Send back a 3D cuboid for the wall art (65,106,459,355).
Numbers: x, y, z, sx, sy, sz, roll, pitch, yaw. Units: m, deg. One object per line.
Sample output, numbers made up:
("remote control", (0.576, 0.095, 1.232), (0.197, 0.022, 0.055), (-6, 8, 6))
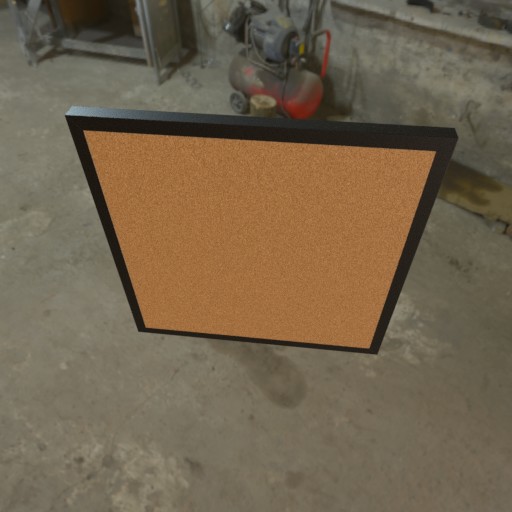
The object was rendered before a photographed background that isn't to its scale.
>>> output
("wall art", (0.000, 0.000, 1.145), (0.765, 0.765, 0.038), (5, 47, 4))
